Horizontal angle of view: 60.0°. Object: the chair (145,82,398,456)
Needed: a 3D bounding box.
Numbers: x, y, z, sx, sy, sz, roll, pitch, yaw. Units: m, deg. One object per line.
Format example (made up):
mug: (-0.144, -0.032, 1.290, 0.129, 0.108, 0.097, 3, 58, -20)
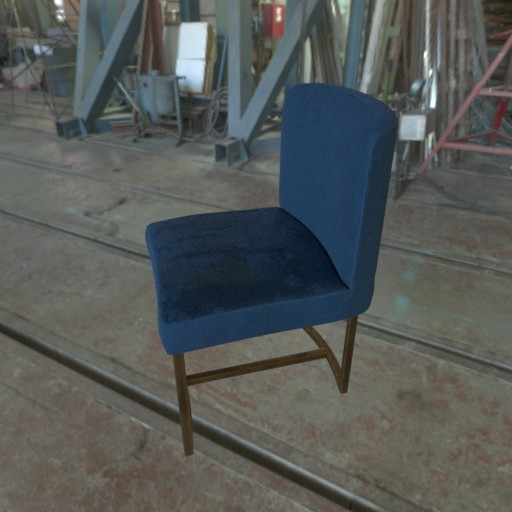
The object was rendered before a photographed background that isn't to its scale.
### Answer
chair: (0.000, 0.000, 1.194, 0.560, 0.824, 0.530, -8, 30, -14)
